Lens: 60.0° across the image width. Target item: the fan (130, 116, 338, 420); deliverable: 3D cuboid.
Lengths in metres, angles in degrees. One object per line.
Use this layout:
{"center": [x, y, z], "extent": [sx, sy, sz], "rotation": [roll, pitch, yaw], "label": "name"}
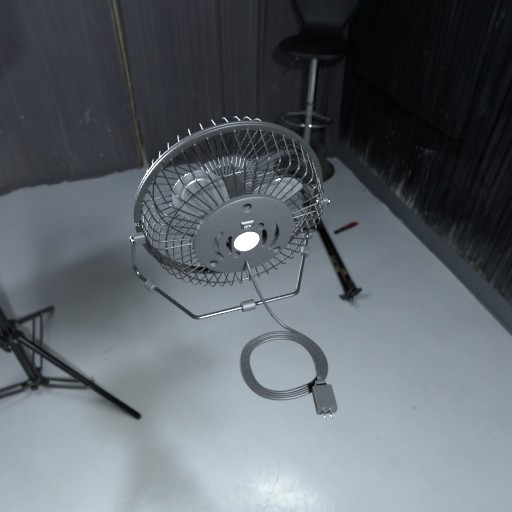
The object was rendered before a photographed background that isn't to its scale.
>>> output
{"center": [0.000, 0.000, 0.375], "extent": [0.209, 0.188, 0.227], "rotation": [-12, 43, -14], "label": "fan"}
